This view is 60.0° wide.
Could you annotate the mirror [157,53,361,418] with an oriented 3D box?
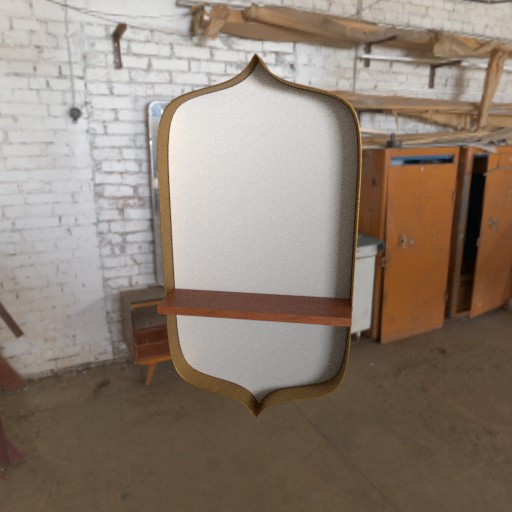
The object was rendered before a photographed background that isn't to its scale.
[{"bbox_3d":[0.000,0.000,0.729,0.323,0.613,0.096,3,16,9],"label":"mirror"}]
